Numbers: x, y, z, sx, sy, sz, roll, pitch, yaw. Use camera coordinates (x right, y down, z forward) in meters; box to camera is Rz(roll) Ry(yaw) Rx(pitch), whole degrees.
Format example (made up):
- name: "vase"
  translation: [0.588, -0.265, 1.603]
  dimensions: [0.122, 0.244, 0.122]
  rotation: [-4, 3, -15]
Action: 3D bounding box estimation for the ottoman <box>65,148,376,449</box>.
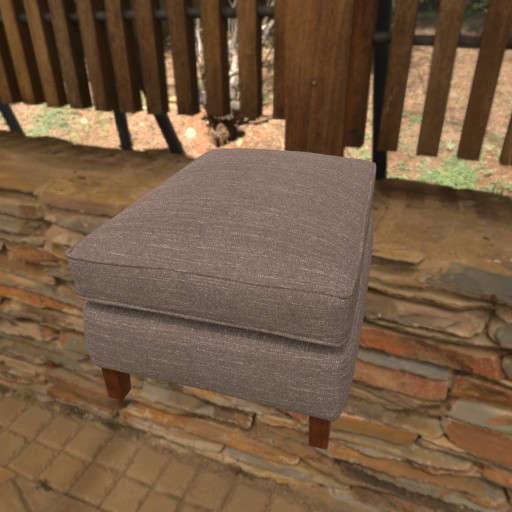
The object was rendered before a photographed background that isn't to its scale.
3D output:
- name: "ottoman"
  translation: [0.000, 0.000, 1.011]
  dimensions: [0.508, 0.406, 0.686]
  rotation: [8, 30, 14]
